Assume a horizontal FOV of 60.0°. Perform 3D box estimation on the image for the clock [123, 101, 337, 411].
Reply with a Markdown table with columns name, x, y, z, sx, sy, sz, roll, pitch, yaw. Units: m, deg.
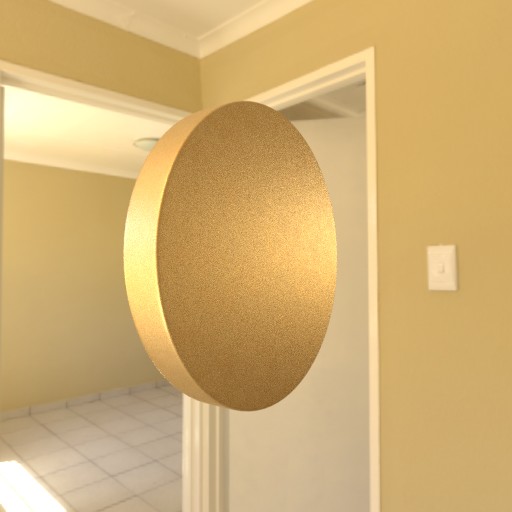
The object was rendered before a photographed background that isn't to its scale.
| name | x | y | z | sx | sy | sz | roll | pitch | yaw |
| --- | --- | --- | --- | --- | --- | --- | --- | --- | --- |
| clock | 0.000 | 0.000 | 0.475 | 0.040 | 0.314 | 0.314 | -1 | -2 | 36 |
